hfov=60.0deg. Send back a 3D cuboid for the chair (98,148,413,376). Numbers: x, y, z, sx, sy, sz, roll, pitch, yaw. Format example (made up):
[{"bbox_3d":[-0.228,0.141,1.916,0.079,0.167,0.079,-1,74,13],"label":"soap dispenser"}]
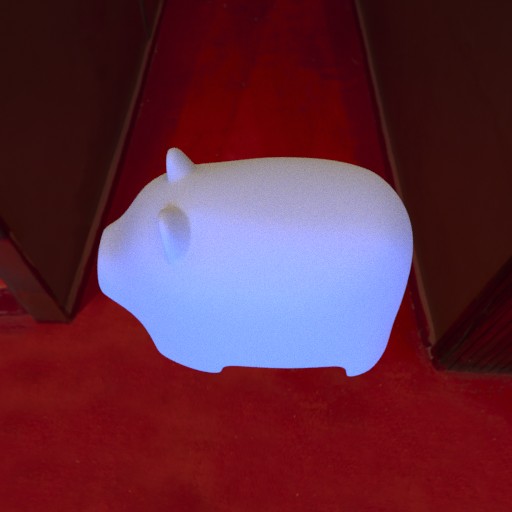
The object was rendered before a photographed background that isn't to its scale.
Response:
[{"bbox_3d":[0.000,0.000,0.880,0.619,0.423,0.364,0,56,0],"label":"chair"}]
